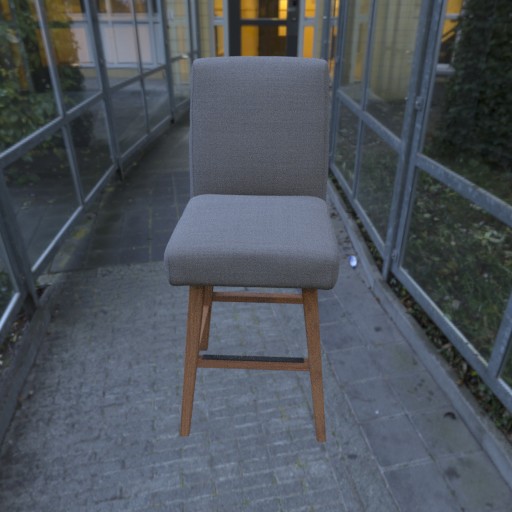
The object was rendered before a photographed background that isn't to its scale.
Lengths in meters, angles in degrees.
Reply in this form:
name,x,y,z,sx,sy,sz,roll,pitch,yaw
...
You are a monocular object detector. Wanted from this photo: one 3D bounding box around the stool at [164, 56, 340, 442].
name,x,y,z,sx,sy,sz,roll,pitch,yaw
stool,0.000,0.000,1.402,0.483,1.112,0.570,1,29,2
